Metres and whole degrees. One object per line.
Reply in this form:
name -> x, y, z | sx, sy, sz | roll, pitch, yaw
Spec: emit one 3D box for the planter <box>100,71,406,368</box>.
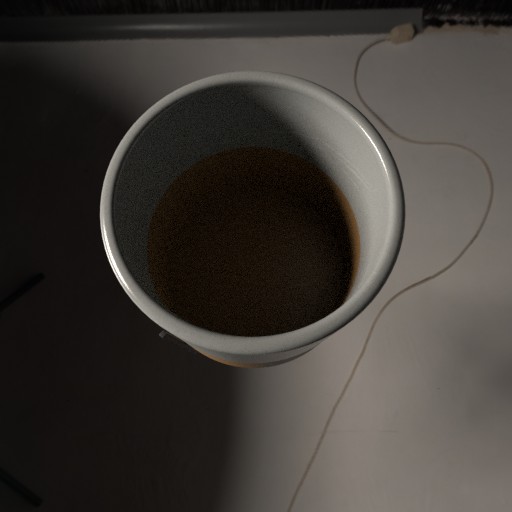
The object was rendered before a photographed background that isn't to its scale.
planter -> 0.000, 0.000, 0.640 | 0.310, 0.432, 0.310 | -2, 74, -1
